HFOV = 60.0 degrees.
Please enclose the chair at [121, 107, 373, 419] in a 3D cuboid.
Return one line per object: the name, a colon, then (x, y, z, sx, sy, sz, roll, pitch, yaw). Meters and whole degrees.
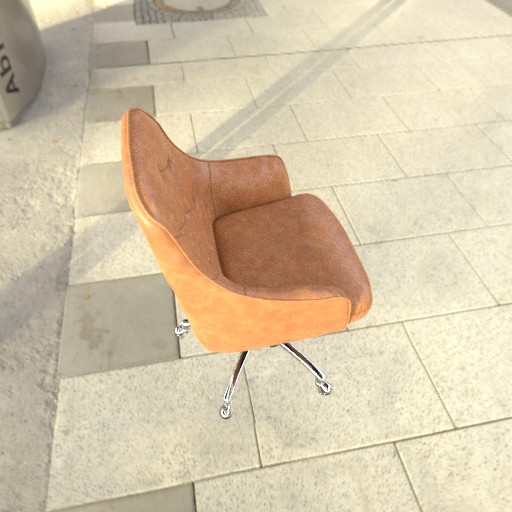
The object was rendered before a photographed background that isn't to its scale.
chair: (0.000, 0.000, 1.345, 0.615, 0.909, 0.628, -10, 48, -9)
